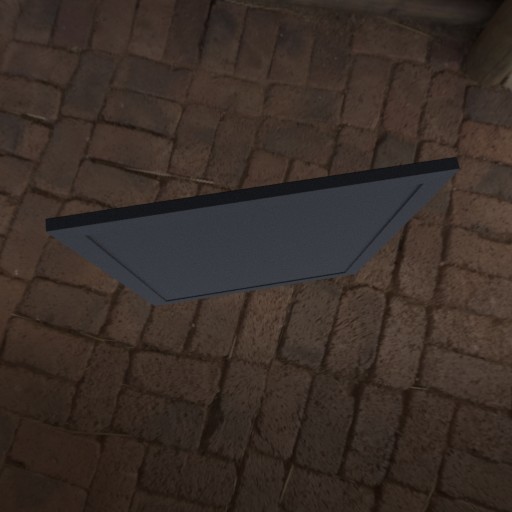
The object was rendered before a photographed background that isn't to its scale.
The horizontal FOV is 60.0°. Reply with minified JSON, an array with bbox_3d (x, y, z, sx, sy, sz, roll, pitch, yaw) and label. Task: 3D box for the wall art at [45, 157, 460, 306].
[{"bbox_3d":[0.000,0.000,0.504,0.311,0.361,0.010,-9,75,-2],"label":"wall art"}]
